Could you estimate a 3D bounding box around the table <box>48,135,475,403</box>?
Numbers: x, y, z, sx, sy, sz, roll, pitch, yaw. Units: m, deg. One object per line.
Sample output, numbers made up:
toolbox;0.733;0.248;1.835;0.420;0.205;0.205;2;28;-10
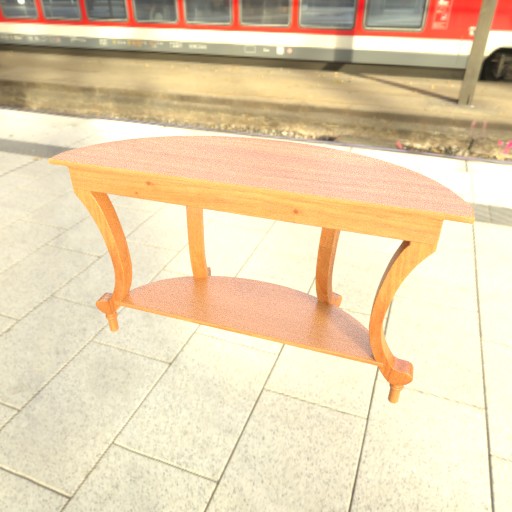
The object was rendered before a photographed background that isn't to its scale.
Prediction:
table;0.000;0.000;1.524;1.198;0.692;0.394;10;34;16
